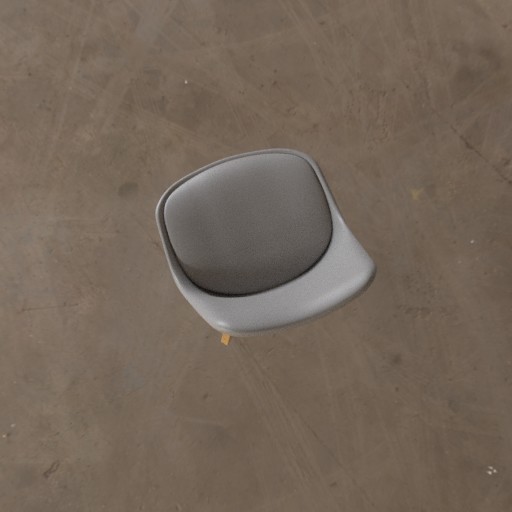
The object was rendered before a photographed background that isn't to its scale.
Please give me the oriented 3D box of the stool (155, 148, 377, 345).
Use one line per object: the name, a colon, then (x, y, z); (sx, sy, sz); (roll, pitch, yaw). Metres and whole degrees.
stool: (0.000, 0.000, 1.392); (0.485, 1.115, 0.550); (-19, 77, -5)
